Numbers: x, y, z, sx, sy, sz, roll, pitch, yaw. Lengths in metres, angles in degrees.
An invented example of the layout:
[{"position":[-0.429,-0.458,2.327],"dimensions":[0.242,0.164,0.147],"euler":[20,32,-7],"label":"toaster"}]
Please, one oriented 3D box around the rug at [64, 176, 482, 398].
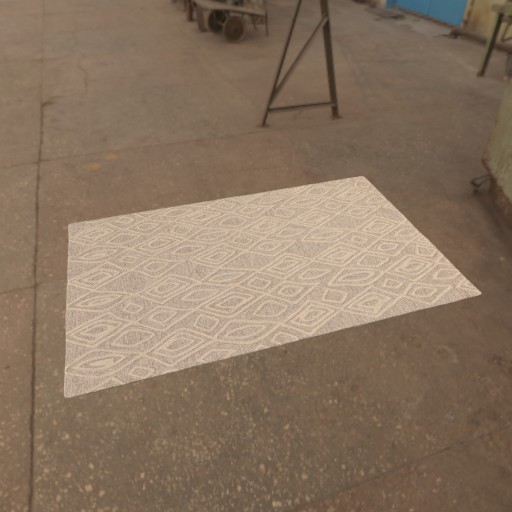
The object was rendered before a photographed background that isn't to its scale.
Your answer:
[{"position":[0.000,0.000,3.004],"dimensions":[2.442,0.010,1.546],"euler":[-11,41,-13],"label":"rug"}]
